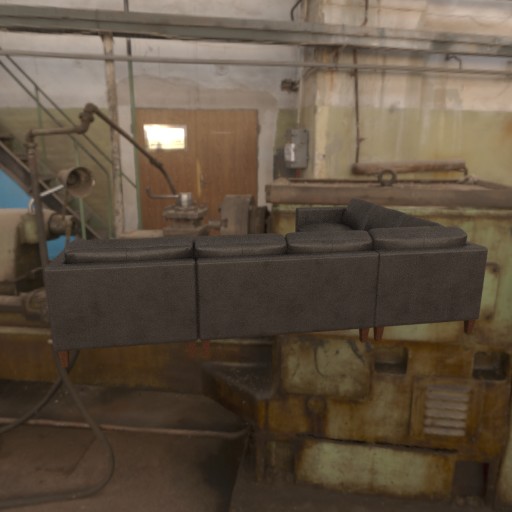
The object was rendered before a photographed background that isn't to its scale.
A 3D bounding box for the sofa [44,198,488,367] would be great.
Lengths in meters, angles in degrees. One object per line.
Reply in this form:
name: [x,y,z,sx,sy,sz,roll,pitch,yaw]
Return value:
sofa: [0.000,0.000,4.466,3.324,0.891,2.452,-3,15,-10]
